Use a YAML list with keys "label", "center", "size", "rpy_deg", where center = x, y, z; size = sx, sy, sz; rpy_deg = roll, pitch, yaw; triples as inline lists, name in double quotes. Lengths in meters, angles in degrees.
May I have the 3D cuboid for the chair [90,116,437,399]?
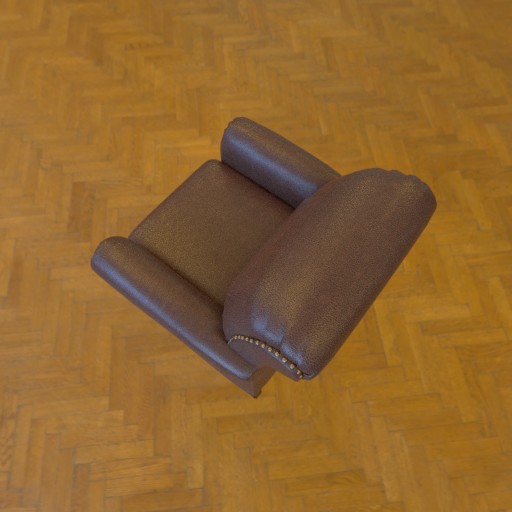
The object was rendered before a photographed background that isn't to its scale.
- label: "chair"
  center: [0.000, 0.000, 1.649]
  size: [0.890, 0.927, 0.854]
  rpy_deg: [35, 68, 16]
